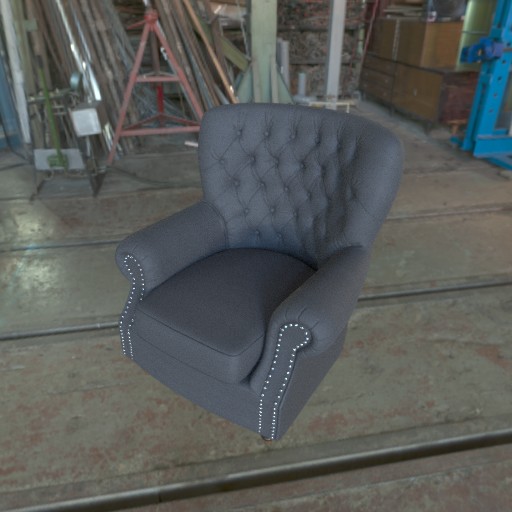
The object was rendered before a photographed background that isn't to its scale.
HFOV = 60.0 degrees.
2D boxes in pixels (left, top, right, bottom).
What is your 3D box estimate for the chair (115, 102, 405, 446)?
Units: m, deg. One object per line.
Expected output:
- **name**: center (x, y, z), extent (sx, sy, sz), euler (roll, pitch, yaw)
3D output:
- **chair**: center (0.000, 0.000, 1.827), extent (0.983, 1.046, 0.983), euler (19, 35, 29)
